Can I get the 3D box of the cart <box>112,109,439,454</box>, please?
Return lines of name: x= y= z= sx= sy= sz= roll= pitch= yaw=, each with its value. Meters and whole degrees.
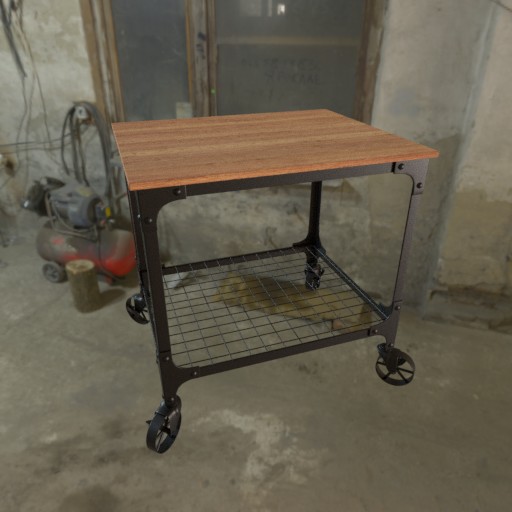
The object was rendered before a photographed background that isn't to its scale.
cart: x=0.000 y=0.000 z=1.120 sx=0.666 sy=0.603 sz=0.558 roll=-9 pitch=30 yaw=-17
